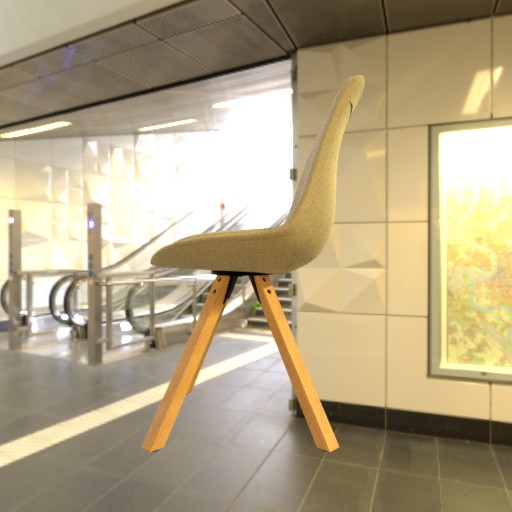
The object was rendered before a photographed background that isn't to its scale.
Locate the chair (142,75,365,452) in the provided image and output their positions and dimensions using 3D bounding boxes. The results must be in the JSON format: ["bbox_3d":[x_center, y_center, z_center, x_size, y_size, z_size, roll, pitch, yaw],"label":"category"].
[{"bbox_3d":[0.000,0.000,1.186,0.549,0.863,0.474,0,0,1],"label":"chair"}]
